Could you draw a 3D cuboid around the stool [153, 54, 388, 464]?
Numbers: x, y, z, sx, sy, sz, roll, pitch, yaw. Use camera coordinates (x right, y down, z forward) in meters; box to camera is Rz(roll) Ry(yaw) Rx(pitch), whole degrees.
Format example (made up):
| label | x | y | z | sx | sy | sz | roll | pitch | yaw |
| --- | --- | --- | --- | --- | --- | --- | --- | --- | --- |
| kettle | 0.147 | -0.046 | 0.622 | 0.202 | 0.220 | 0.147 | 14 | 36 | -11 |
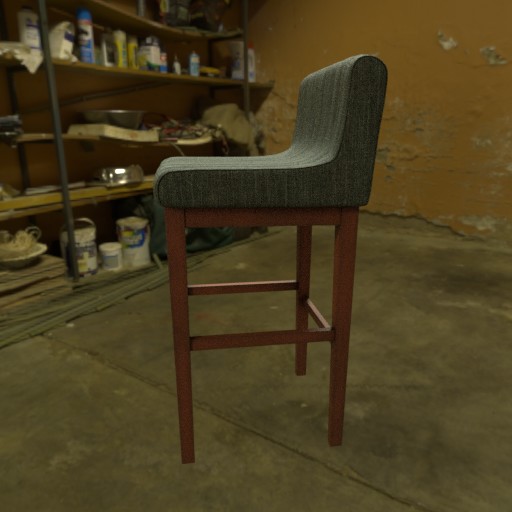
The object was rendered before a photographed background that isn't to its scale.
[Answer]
| label | x | y | z | sx | sy | sz | roll | pitch | yaw |
| --- | --- | --- | --- | --- | --- | --- | --- | --- | --- |
| stool | 0.000 | 0.000 | 1.198 | 0.499 | 0.965 | 0.426 | -3 | 16 | -9 |
